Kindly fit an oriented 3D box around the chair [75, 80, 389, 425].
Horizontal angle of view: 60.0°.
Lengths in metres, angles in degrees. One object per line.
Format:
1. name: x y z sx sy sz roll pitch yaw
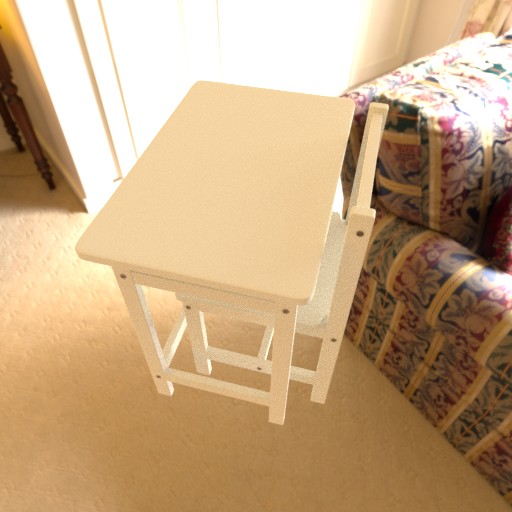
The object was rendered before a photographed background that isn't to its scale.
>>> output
1. chair: 0.000 0.000 1.066 0.461 0.673 0.599 11 49 10
